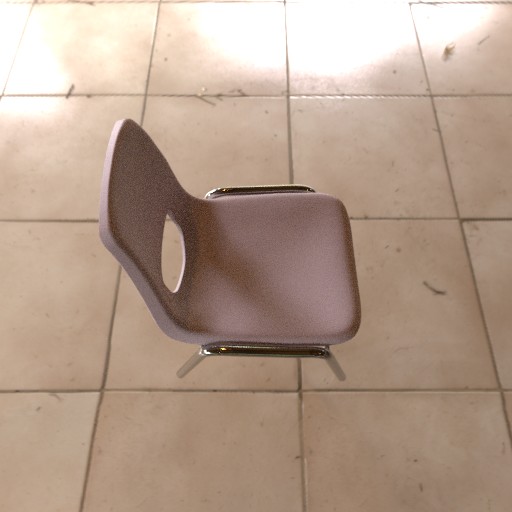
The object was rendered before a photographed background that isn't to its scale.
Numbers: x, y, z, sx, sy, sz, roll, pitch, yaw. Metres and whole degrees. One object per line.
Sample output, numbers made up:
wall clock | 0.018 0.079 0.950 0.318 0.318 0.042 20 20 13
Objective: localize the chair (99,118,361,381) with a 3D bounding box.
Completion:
chair | 0.000 0.000 0.798 0.385 0.536 0.354 -1 64 0
